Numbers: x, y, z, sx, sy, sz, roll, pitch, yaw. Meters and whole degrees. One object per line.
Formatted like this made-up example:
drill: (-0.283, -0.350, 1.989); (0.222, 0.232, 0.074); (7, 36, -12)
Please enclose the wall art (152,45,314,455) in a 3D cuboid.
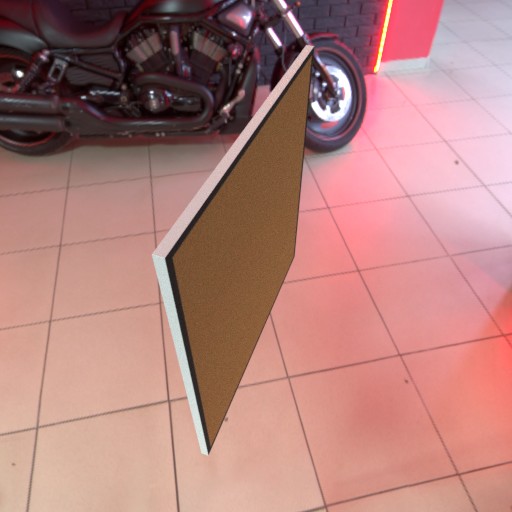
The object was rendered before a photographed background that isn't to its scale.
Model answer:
wall art: (0.000, 0.000, 1.192); (0.022, 0.803, 0.805); (15, 49, 14)
